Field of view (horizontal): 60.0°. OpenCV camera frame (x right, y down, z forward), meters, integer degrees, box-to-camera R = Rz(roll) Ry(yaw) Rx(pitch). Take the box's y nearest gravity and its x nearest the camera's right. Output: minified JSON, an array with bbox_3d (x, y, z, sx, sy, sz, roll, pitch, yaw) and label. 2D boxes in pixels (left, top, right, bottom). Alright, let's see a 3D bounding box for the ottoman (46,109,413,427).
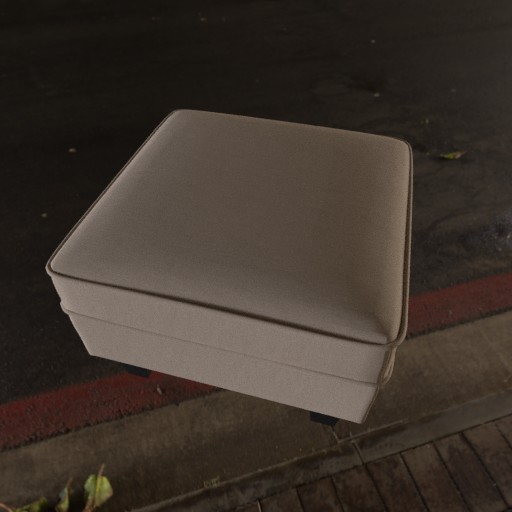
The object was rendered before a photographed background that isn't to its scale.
[{"bbox_3d":[0.000,0.000,1.021,0.616,0.438,0.613,11,47,11],"label":"ottoman"}]
